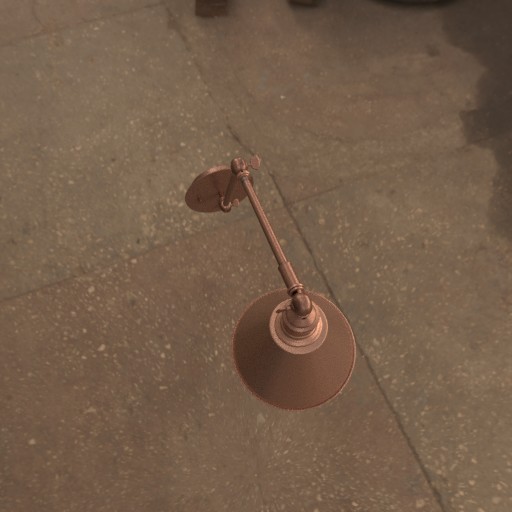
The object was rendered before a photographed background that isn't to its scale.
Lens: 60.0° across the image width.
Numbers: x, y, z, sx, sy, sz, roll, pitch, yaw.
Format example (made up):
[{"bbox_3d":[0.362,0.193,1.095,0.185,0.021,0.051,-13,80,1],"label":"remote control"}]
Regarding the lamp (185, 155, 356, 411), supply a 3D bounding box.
[{"bbox_3d":[0.000,0.000,0.897,0.223,0.502,0.624,-17,65,-8],"label":"lamp"}]
